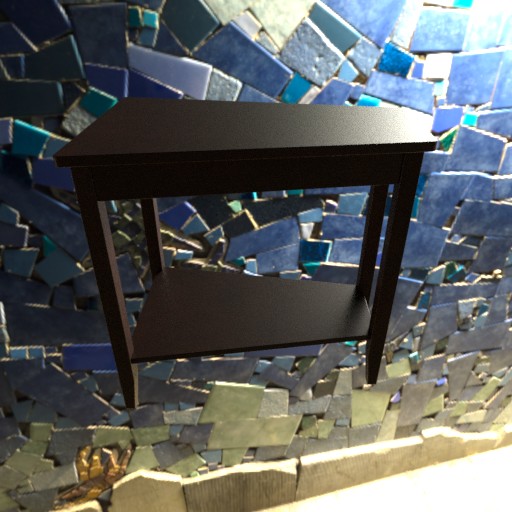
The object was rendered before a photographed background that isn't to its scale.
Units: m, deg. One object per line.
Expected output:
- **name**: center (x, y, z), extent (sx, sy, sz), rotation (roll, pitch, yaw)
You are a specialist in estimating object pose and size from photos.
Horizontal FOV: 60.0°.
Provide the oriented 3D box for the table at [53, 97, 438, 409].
- **table**: center (0.000, 0.000, 0.981), extent (0.605, 0.589, 0.399), rotation (1, 32, 1)
